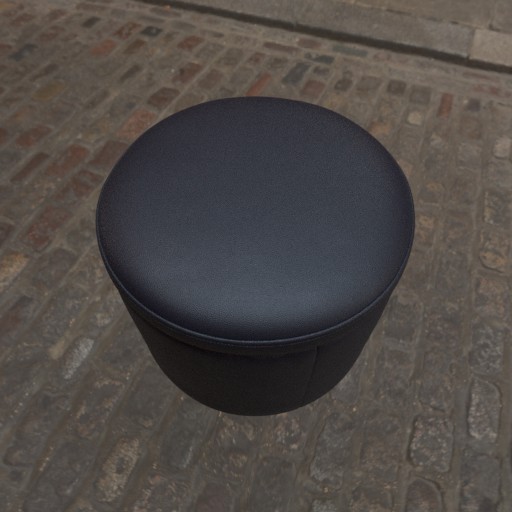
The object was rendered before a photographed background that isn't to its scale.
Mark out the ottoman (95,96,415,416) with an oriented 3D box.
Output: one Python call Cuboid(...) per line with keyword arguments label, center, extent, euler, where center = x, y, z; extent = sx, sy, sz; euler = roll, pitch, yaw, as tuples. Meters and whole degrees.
Cuboid(label="ottoman", center=(0.000, 0.000, 0.840), extent=(0.501, 0.409, 0.501), euler=(0, 57, 0))
